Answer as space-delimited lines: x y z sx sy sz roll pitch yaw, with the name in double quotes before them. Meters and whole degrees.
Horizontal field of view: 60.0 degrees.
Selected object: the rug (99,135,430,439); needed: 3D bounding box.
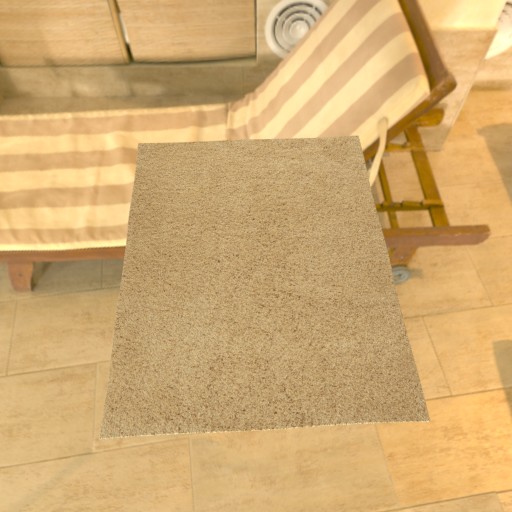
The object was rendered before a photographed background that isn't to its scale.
"rug" 0.000 0.000 4.017 2.400 0.025 3.000 -2 57 -2
